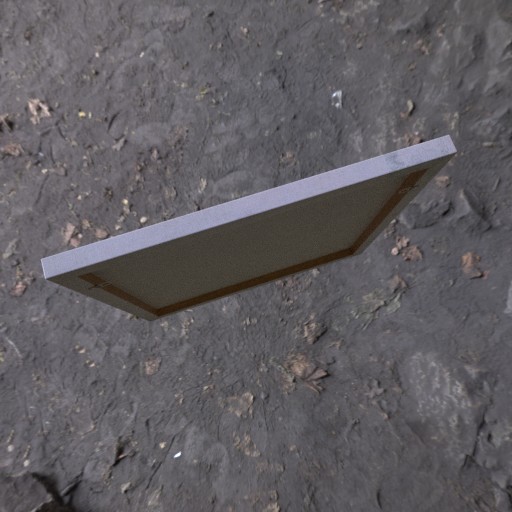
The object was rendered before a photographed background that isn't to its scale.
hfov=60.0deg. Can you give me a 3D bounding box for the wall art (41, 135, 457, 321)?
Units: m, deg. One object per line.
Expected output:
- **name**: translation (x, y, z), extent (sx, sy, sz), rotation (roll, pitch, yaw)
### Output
- **wall art**: translation (0.000, 0.000, 1.151), extent (0.762, 0.762, 0.041), rotation (-18, 77, -4)
